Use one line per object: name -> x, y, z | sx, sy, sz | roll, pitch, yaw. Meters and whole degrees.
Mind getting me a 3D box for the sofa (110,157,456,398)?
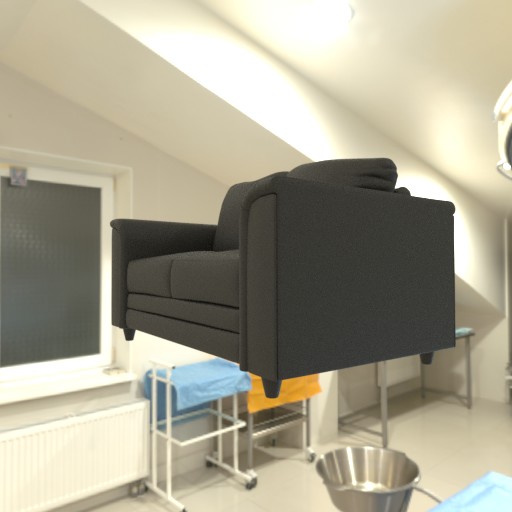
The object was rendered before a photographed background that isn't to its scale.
sofa -> 0.000, 0.000, 1.984 | 0.887, 0.845, 1.386 | 1, -2, -35
